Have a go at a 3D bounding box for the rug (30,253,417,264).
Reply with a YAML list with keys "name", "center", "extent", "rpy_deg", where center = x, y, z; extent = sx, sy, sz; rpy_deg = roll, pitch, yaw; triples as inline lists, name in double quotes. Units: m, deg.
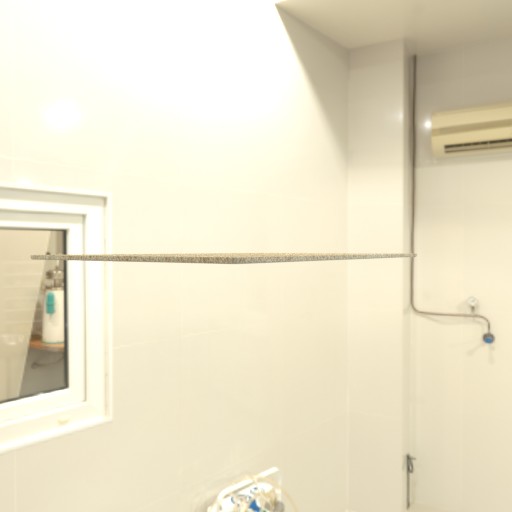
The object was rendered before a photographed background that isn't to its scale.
- name: "rug"
  center: [0.000, 0.000, 3.019]
  extent: [1.500, 0.025, 2.349]
  rpy_deg: [1, 1, 36]
